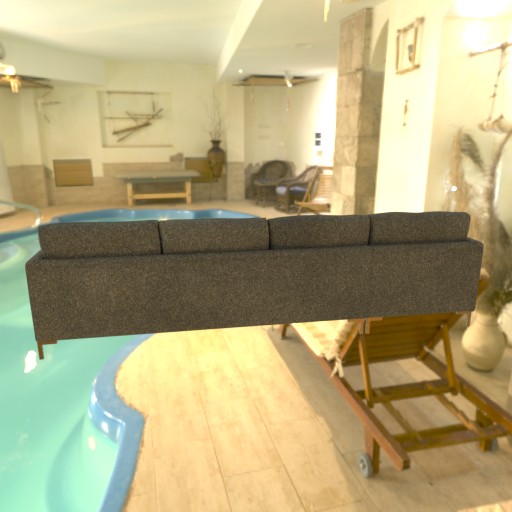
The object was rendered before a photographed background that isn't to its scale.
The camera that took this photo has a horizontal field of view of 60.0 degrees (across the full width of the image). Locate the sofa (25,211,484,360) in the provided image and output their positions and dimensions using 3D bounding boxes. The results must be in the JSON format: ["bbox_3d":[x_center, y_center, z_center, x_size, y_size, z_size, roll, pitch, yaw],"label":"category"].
[{"bbox_3d":[0.000,0.000,3.407,2.932,0.810,1.350,-3,16,-9],"label":"sofa"}]
